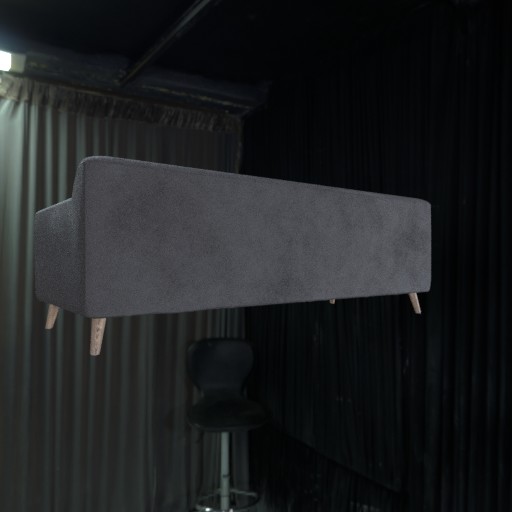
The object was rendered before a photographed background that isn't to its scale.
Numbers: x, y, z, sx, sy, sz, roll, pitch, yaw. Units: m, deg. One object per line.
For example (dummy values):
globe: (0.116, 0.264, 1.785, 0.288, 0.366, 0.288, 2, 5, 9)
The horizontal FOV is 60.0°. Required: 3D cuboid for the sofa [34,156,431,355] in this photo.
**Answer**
sofa: (0.000, 0.000, 2.576, 2.190, 0.740, 0.900, 0, 0, -37)
